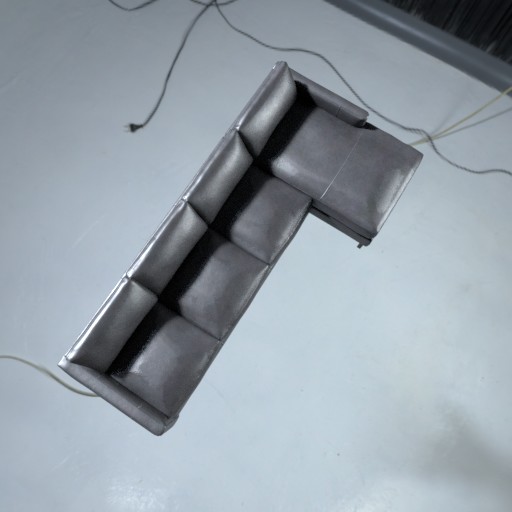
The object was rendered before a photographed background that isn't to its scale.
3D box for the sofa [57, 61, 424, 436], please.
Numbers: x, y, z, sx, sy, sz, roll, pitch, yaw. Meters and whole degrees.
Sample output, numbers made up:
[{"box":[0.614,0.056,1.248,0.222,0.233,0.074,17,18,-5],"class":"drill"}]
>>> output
[{"box":[0.000,0.000,3.556,1.471,0.859,2.993,32,78,7],"class":"sofa"}]
